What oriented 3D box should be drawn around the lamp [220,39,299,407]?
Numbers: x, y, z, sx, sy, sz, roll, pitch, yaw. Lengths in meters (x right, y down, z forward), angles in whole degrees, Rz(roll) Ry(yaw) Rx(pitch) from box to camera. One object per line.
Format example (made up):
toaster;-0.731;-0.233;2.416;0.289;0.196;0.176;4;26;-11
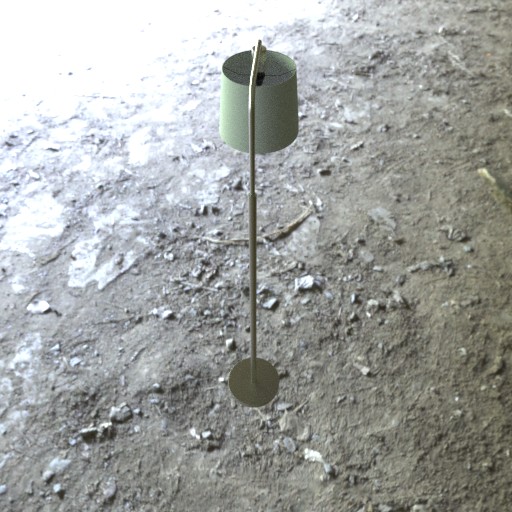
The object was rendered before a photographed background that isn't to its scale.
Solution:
lamp;0.000;0.000;1.669;0.254;1.478;0.508;3;46;3
